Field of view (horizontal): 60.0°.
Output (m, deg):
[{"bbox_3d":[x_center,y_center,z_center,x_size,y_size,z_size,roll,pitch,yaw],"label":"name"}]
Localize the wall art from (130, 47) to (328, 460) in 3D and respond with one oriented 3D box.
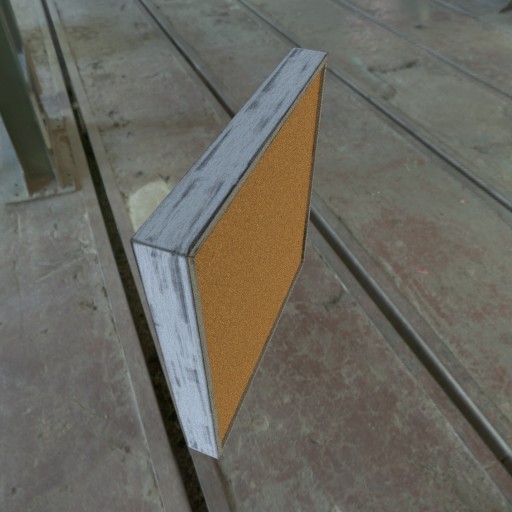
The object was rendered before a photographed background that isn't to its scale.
[{"bbox_3d":[0.000,0.000,0.454,0.036,0.303,0.303,16,48,15],"label":"wall art"}]
